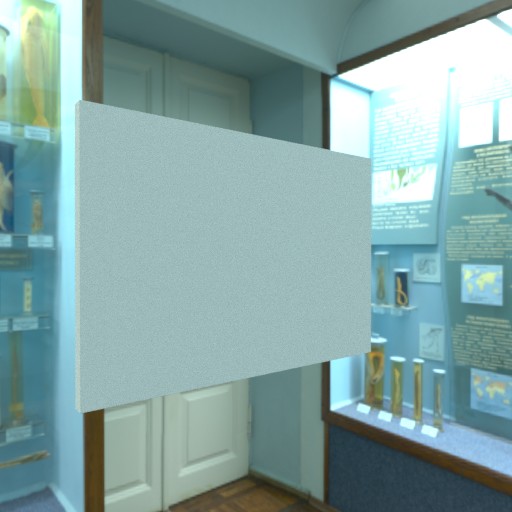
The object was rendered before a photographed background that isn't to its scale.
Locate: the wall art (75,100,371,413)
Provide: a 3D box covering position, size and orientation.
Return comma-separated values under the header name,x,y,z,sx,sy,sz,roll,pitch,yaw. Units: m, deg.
name,x,y,z,sx,sy,sz,roll,pitch,yaw
wall art,0.000,0.000,1.688,1.308,0.902,0.051,0,1,-37
